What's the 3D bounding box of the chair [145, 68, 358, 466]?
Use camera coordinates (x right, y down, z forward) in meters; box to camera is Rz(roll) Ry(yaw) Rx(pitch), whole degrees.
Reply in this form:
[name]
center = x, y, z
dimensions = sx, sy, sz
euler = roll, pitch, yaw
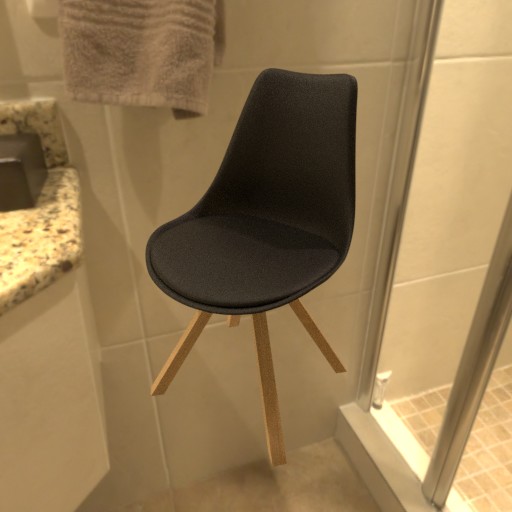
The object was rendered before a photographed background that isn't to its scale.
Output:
[chair]
center = 0.000, 0.000, 1.160
dimensions = 0.485, 0.850, 0.549
euler = 18, 34, 28
